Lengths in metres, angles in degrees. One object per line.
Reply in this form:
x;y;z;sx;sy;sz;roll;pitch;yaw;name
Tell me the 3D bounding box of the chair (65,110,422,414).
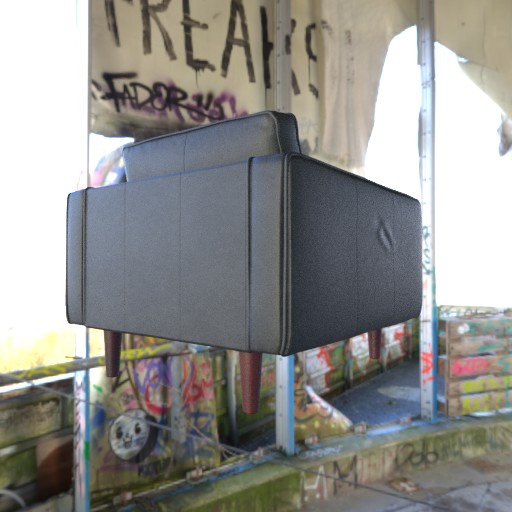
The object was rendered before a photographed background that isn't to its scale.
0.000;0.000;1.531;0.889;0.763;0.914;-1;-1;37;chair
